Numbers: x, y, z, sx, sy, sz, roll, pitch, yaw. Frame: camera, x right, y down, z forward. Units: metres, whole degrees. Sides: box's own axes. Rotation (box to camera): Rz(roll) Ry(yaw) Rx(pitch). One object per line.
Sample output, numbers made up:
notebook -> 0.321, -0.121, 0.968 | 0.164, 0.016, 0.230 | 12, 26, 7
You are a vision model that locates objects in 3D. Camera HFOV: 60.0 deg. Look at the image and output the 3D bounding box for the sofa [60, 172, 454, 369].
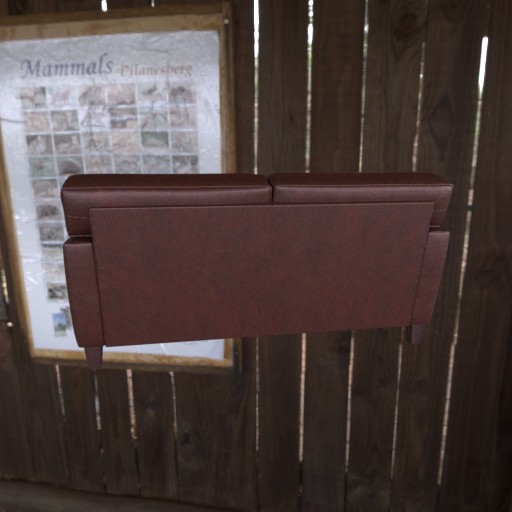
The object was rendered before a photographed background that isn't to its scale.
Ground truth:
sofa -> 0.000, 0.000, 2.467 | 1.876, 0.928, 0.912 | -2, 12, -10
